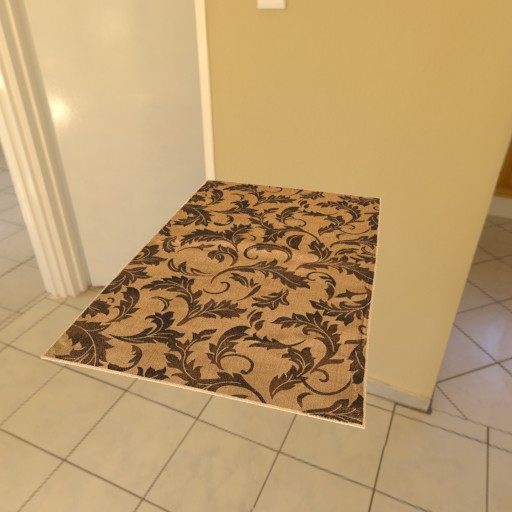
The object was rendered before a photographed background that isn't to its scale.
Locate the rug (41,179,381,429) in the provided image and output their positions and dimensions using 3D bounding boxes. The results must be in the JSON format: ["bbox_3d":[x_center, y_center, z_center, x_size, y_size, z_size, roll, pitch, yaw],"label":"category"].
[{"bbox_3d":[0.000,0.000,2.869,1.522,0.008,2.284,8,33,13],"label":"rug"}]
